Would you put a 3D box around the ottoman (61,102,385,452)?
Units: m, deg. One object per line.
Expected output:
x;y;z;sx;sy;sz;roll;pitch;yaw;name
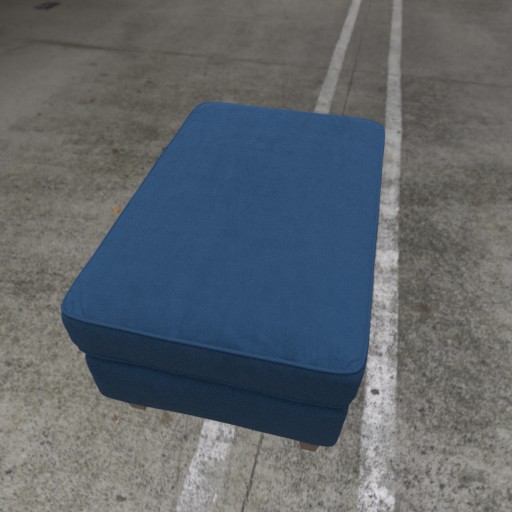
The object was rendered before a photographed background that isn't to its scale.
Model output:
0.000;0.000;1.194;0.583;0.484;0.862;10;47;9;ottoman
